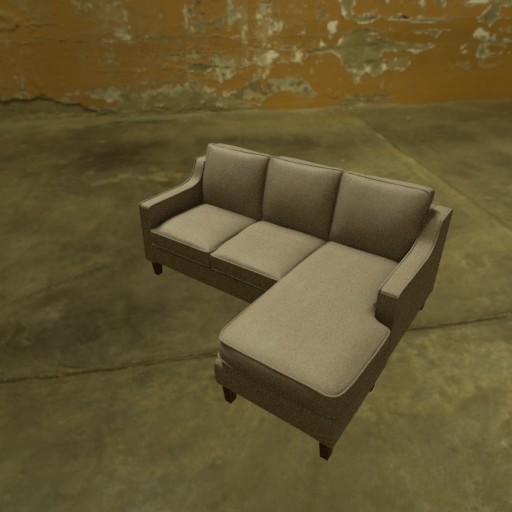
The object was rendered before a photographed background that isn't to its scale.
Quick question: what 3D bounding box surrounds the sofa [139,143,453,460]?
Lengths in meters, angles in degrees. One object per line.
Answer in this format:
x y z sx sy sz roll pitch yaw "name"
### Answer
0.000 0.000 3.348 2.317 1.081 1.858 20 36 30 "sofa"
